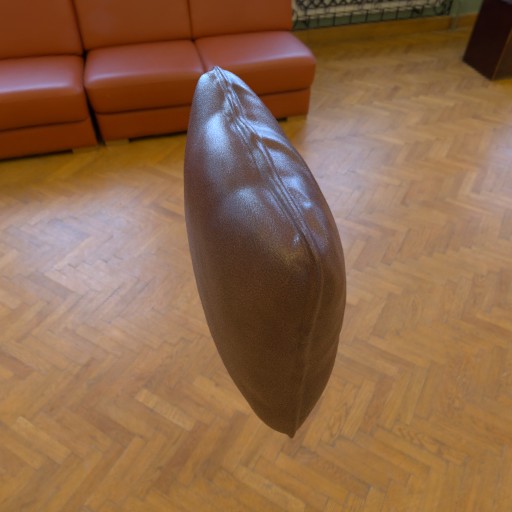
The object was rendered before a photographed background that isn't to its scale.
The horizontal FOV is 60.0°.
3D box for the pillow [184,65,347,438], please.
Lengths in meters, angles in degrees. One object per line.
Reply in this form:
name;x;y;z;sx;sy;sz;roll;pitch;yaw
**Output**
pillow;0.000;0.000;0.822;0.236;0.523;0.532;-12;48;-11
